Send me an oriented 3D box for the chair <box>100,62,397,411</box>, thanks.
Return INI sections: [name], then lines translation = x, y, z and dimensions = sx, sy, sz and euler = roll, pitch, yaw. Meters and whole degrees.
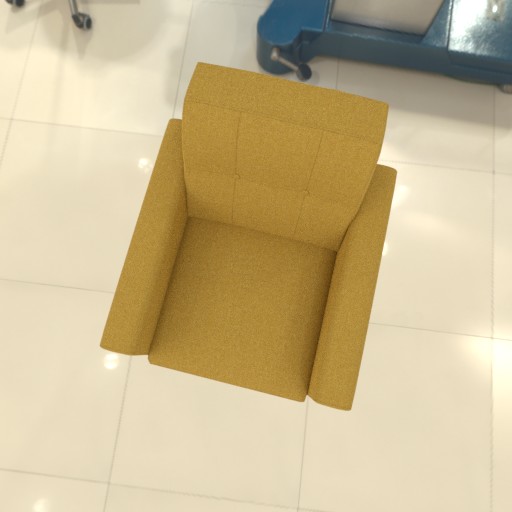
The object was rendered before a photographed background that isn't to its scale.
[chair]
translation = 0.000, 0.000, 1.582
dimensions = 0.831, 0.841, 0.909
euler = 13, 78, 3
